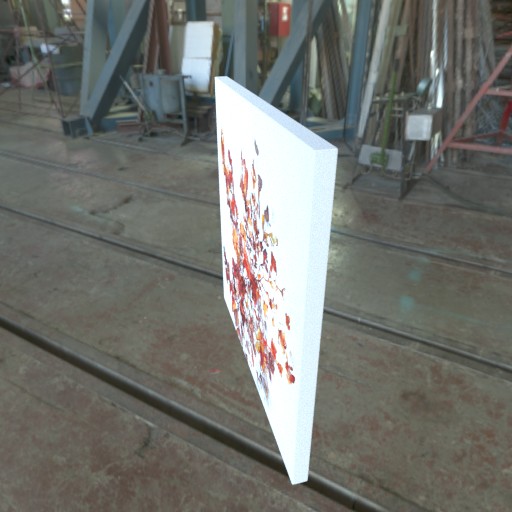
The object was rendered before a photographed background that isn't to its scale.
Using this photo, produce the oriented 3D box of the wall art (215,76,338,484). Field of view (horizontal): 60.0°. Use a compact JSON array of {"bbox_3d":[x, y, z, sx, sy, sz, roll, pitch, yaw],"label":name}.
[{"bbox_3d":[0.000,0.000,1.125,0.037,0.757,0.757,-8,30,-13],"label":"wall art"}]
